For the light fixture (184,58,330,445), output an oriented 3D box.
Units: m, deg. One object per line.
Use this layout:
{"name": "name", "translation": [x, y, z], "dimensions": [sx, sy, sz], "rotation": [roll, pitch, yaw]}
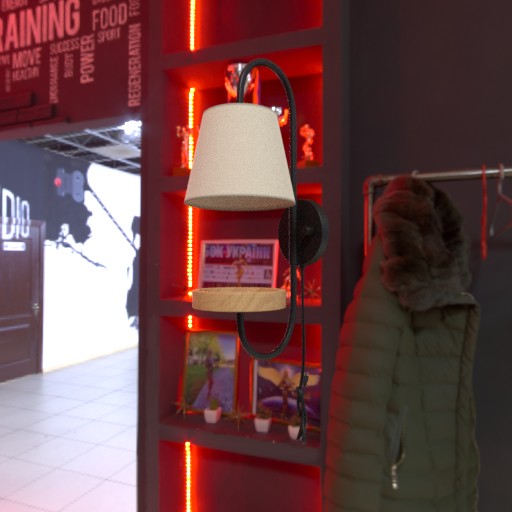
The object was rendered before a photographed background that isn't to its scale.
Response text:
{"name": "light fixture", "translation": [0.000, 0.000, 0.904], "dimensions": [0.299, 0.821, 0.220], "rotation": [1, -1, -36]}
